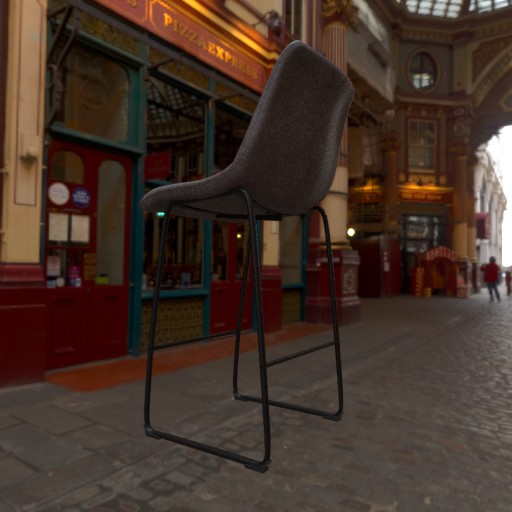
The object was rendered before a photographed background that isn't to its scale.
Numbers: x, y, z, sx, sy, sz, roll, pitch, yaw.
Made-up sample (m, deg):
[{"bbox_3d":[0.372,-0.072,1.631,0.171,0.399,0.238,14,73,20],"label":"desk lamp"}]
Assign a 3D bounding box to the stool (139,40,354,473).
[{"bbox_3d":[0.000,0.000,1.392,0.561,1.082,0.514,-1,-1,35],"label":"stool"}]
